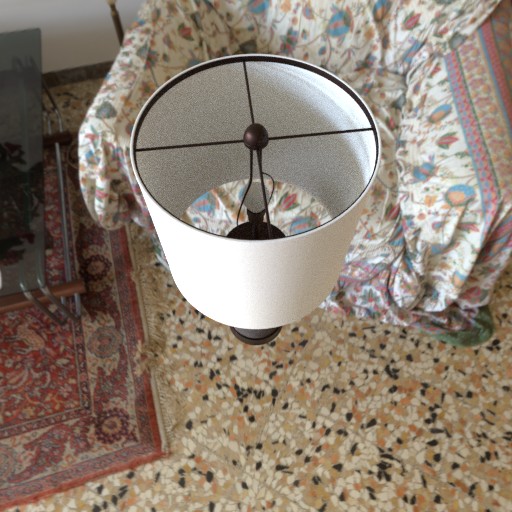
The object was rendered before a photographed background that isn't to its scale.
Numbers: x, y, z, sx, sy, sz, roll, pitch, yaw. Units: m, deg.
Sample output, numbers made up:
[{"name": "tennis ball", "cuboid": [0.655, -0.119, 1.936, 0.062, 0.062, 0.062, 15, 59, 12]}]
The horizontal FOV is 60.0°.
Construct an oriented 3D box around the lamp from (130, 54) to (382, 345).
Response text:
[{"name": "lamp", "cuboid": [0.000, 0.000, 0.798, 0.301, 0.630, 0.301, 35, 67, 17]}]
